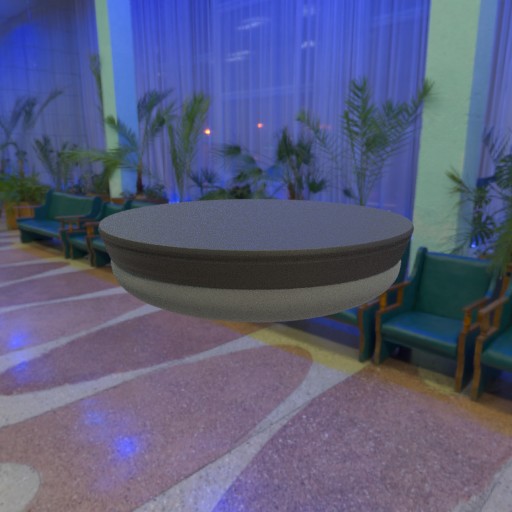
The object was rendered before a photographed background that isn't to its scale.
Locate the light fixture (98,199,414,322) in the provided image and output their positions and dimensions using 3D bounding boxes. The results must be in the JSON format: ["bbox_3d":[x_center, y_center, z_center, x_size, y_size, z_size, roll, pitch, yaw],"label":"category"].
[{"bbox_3d":[0.000,0.000,0.557,0.368,0.100,0.368,0,14,0],"label":"light fixture"}]
